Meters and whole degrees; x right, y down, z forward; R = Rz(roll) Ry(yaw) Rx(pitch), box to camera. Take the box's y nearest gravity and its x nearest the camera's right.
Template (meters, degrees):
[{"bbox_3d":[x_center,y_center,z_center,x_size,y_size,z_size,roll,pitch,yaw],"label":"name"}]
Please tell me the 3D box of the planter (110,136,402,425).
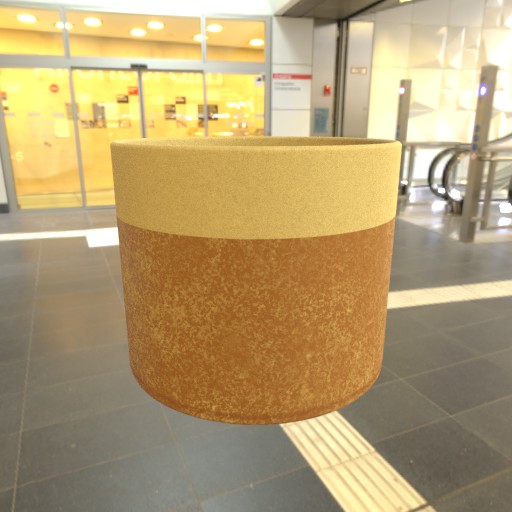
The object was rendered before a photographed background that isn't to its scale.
[{"bbox_3d":[0.000,0.000,0.271,0.159,0.138,0.159,0,17,0],"label":"planter"}]
